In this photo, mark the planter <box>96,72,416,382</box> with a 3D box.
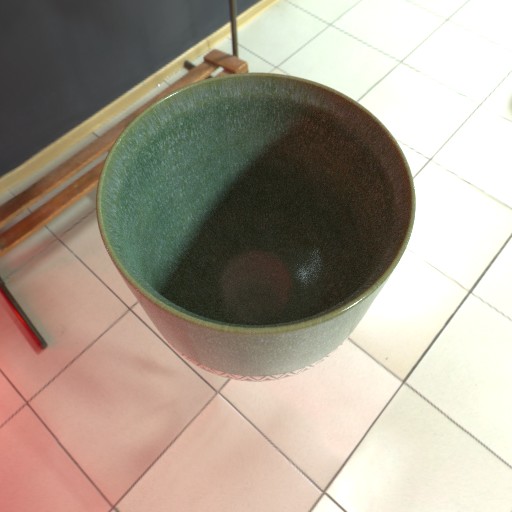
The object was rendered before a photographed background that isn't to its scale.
[{"bbox_3d":[0.000,0.000,0.490,0.266,0.270,0.266,0,62,0],"label":"planter"}]
